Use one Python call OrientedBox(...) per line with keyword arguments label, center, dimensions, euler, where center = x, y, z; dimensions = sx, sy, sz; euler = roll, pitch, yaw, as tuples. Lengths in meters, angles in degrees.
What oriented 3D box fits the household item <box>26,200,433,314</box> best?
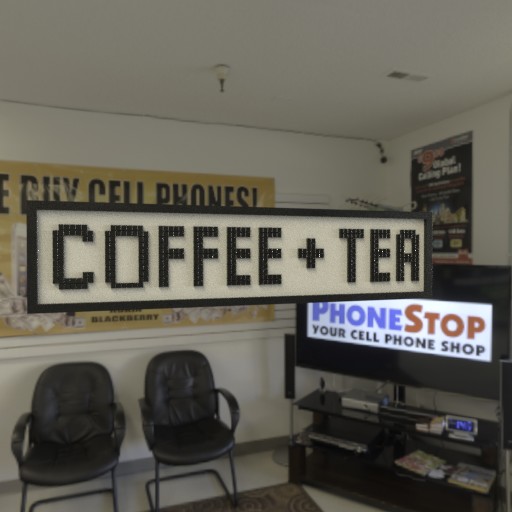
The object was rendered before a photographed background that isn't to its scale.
OrientedBox(label="household item", center=(0.000, 0.000, 1.078), dimensions=(1.001, 0.236, 0.030), euler=(0, 1, -17))
